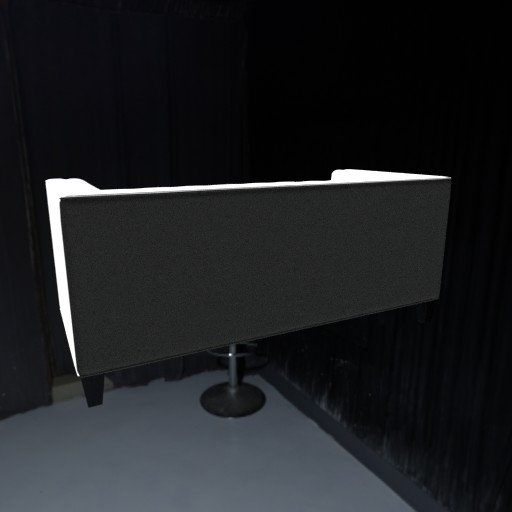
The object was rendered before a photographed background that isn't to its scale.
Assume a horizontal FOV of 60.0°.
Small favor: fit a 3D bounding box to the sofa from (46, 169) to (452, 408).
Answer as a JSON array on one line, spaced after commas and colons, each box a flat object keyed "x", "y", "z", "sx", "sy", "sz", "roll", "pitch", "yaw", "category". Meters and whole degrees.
[{"x": 0.000, "y": 0.000, "z": 2.190, "sx": 1.778, "sy": 0.762, "sz": 0.775, "roll": -7, "pitch": 16, "yaw": -27, "category": "sofa"}]
